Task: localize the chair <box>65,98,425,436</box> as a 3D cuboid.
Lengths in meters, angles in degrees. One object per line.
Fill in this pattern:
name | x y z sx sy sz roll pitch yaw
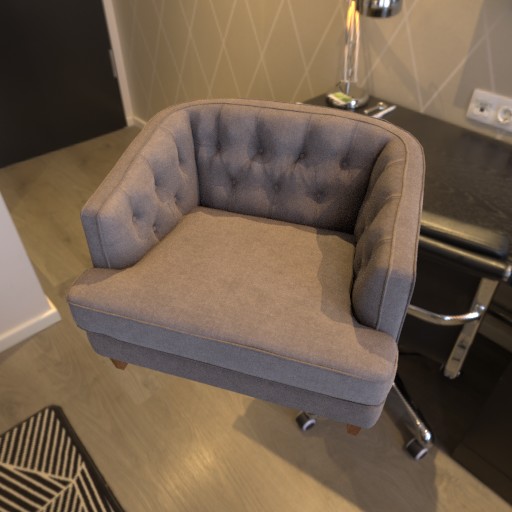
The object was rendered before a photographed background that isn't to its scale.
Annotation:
chair | 0.000 0.000 1.697 1.104 0.852 0.941 11 42 13
